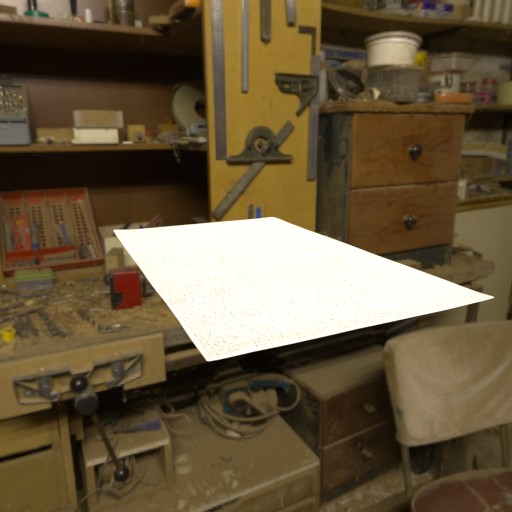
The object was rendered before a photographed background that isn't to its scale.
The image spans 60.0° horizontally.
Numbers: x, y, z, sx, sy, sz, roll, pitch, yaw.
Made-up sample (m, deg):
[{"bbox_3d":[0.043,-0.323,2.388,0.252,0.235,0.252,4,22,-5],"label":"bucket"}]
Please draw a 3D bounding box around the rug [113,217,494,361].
[{"bbox_3d":[0.000,0.000,2.973,1.518,0.023,2.434,-7,17,-24],"label":"rug"}]
